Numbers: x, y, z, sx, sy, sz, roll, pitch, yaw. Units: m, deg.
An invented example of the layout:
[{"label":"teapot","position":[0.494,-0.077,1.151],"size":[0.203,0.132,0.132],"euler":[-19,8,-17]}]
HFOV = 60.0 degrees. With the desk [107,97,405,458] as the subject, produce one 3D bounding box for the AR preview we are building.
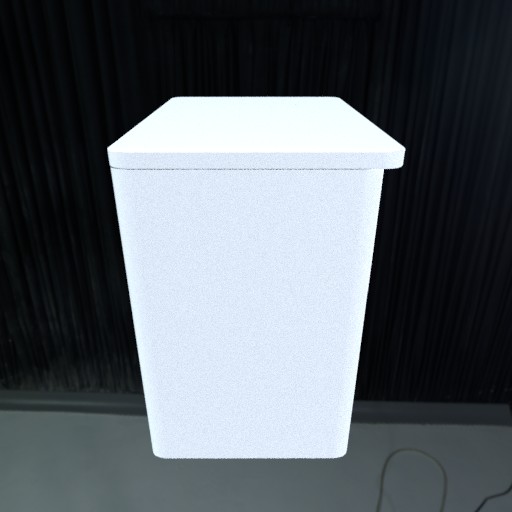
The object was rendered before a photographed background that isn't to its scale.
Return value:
[{"label":"desk","position":[0.000,0.000,1.310],"size":[0.549,0.800,0.762],"euler":[0,27,0]}]
